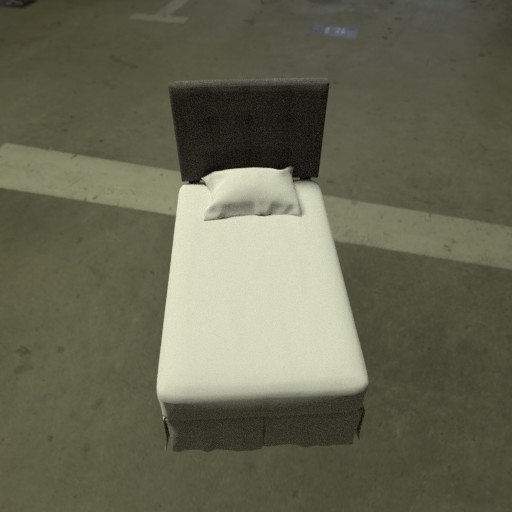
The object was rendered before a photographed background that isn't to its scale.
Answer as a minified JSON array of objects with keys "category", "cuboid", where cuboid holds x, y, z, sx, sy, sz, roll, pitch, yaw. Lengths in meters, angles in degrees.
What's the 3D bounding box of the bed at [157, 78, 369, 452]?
[{"category":"bed","cuboid":[0.000,0.000,2.992,1.261,1.571,1.997,-2,45,-2]}]
